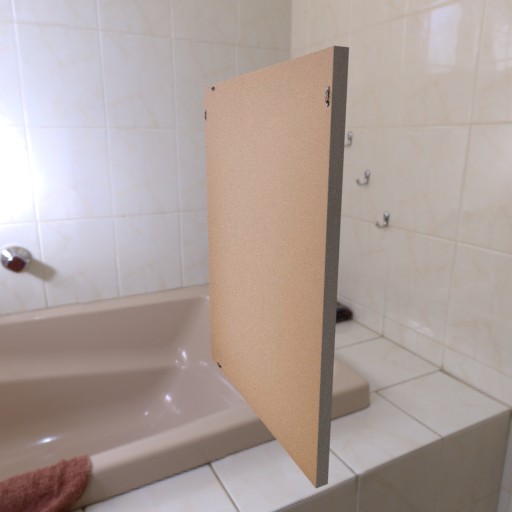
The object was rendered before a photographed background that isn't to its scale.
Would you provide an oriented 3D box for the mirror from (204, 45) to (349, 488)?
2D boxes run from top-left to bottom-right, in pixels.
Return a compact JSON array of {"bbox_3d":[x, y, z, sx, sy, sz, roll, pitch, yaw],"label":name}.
[{"bbox_3d":[0.000,0.000,1.316,0.041,1.016,0.762,-7,16,-25],"label":"mirror"}]
